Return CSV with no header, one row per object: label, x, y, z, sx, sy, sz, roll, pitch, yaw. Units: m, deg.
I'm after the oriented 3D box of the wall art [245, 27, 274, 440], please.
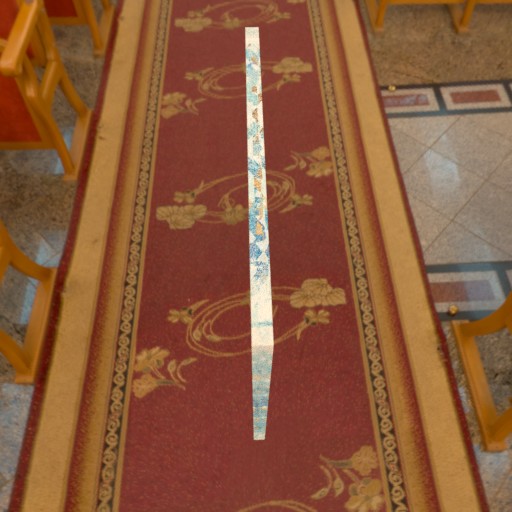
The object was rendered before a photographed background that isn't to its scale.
wall art,0.000,0.000,1.369,0.040,0.916,0.916,-1,58,-1
